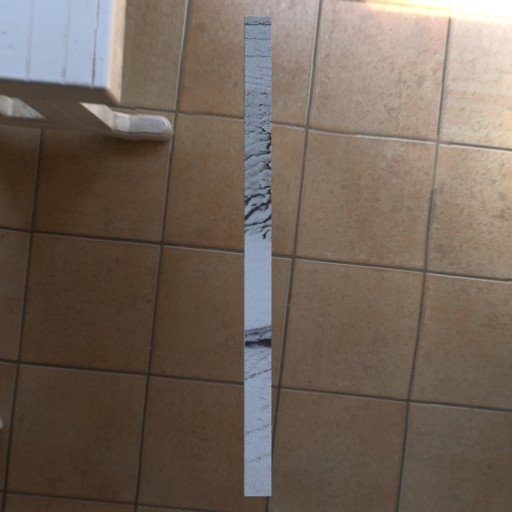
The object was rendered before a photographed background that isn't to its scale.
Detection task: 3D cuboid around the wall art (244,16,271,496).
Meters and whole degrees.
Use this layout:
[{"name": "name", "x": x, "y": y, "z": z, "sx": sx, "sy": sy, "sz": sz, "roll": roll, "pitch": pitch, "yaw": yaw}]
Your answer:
[{"name": "wall art", "x": 0.000, "y": 0.000, "z": 0.768, "sx": 0.035, "sy": 0.407, "sz": 0.613, "roll": 0, "pitch": 90, "yaw": -1}]
